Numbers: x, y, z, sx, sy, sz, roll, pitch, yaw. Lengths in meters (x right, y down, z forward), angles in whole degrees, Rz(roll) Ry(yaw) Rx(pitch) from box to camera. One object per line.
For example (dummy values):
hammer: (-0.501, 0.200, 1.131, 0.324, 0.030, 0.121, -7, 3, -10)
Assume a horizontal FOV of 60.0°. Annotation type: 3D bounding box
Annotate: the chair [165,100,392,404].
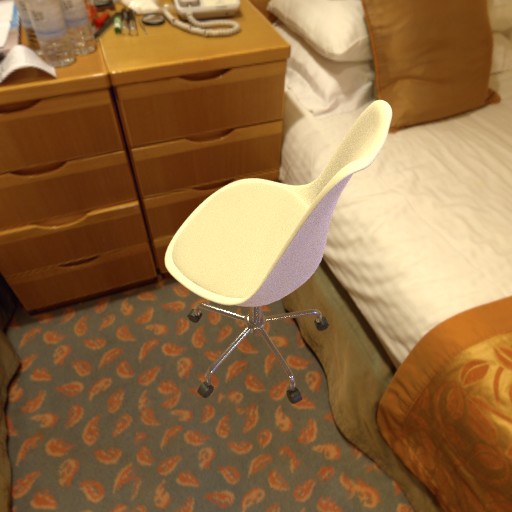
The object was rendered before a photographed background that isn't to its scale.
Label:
chair: (0.000, 0.000, 1.276, 0.550, 0.930, 0.550, 18, 50, 16)
